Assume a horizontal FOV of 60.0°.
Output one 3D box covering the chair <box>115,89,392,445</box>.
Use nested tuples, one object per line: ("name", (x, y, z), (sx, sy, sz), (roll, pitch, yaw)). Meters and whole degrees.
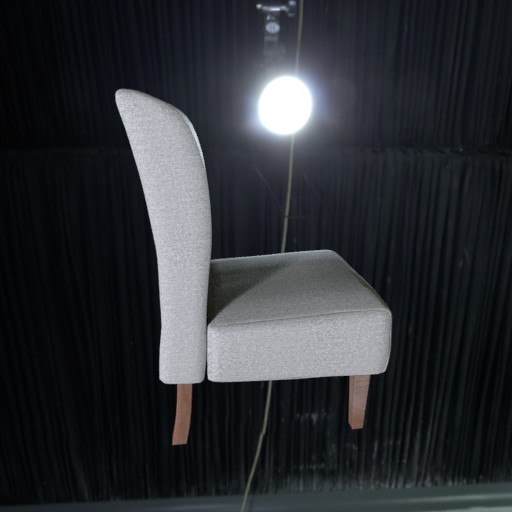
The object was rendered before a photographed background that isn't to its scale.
("chair", (0.000, 0.000, 1.175), (0.592, 0.804, 0.513), (-3, 18, -8))
